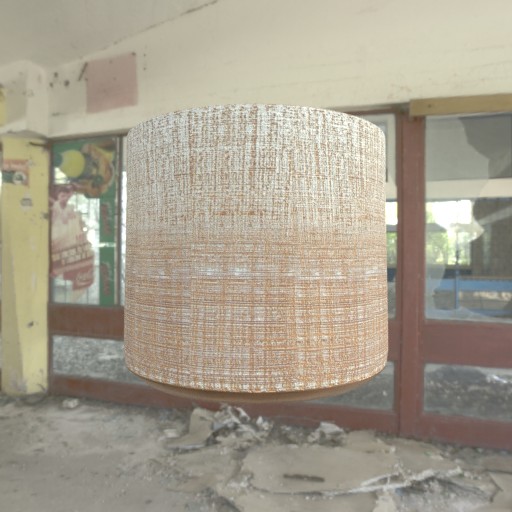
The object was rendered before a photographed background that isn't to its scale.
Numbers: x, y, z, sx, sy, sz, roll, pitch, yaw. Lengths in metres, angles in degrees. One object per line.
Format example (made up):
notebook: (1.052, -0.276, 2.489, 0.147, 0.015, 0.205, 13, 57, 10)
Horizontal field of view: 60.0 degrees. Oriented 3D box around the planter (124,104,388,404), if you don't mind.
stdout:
planter: (0.000, 0.000, 0.190, 0.109, 0.096, 0.109, 0, 0, 0)
